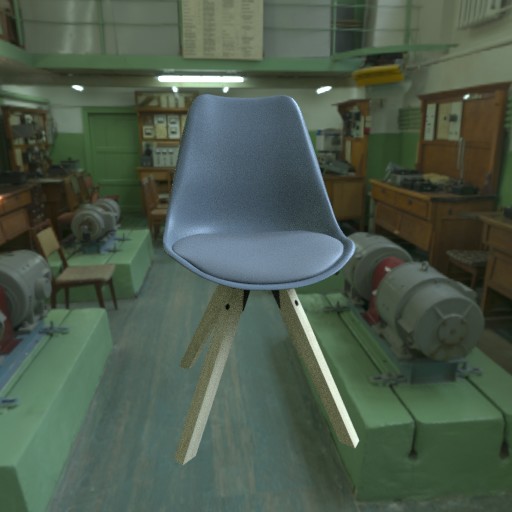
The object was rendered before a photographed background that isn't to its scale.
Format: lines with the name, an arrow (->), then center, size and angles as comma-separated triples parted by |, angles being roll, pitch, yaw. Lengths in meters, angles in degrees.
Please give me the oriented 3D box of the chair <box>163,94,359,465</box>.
chair -> 0.000, 0.000, 1.188 | 0.485, 0.850, 0.550 | -2, 16, -8
